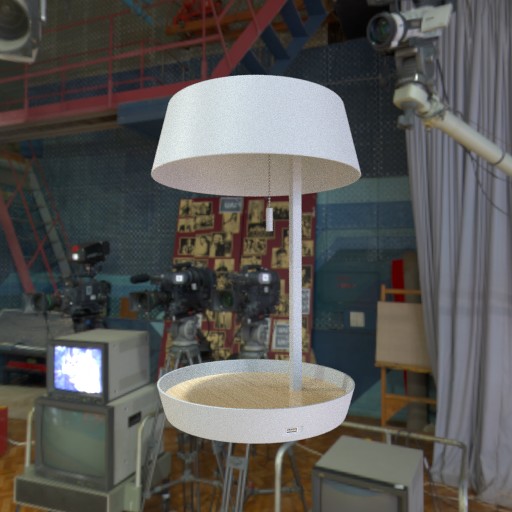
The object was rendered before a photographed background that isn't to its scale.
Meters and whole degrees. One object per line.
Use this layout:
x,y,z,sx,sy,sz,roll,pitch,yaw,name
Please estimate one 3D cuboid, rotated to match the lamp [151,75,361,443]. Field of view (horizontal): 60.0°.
0.000,0.000,0.628,0.291,0.429,0.291,0,-2,0,lamp
